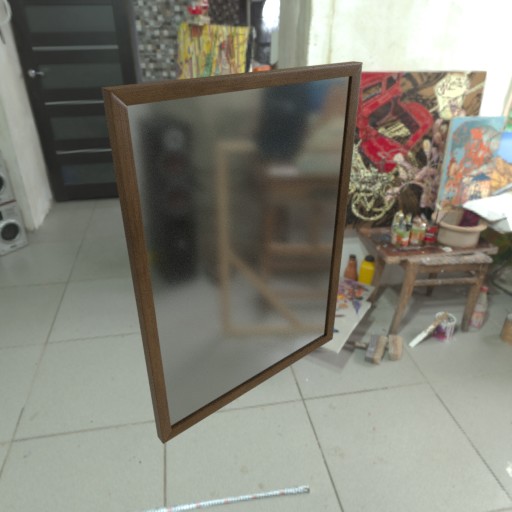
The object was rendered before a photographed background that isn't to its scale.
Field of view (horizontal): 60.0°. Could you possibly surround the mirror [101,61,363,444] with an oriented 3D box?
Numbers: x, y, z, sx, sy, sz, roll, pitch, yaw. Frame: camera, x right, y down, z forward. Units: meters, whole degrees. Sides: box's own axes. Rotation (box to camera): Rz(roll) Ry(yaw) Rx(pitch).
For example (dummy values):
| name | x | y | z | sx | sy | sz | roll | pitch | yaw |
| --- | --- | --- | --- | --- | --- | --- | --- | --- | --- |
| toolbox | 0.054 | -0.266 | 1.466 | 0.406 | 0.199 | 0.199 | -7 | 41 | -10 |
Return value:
| name | x | y | z | sx | sy | sz | roll | pitch | yaw |
| --- | --- | --- | --- | --- | --- | --- | --- | --- | --- |
| mirror | 0.000 | 0.000 | 1.318 | 0.762 | 1.016 | 0.040 | -22 | 36 | -34 |
